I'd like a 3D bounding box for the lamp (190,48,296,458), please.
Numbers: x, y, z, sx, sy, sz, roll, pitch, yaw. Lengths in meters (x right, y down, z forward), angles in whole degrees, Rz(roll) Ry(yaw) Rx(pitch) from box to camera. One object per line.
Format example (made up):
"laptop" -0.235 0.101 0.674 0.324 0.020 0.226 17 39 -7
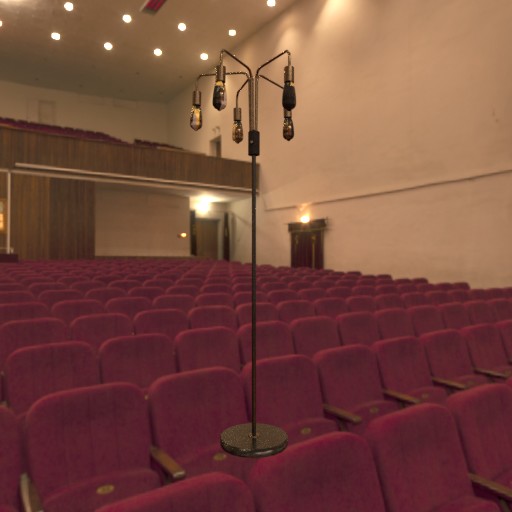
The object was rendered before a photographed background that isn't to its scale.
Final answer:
"lamp" 0.000 0.000 2.048 0.572 1.721 0.599 1 -1 -34
